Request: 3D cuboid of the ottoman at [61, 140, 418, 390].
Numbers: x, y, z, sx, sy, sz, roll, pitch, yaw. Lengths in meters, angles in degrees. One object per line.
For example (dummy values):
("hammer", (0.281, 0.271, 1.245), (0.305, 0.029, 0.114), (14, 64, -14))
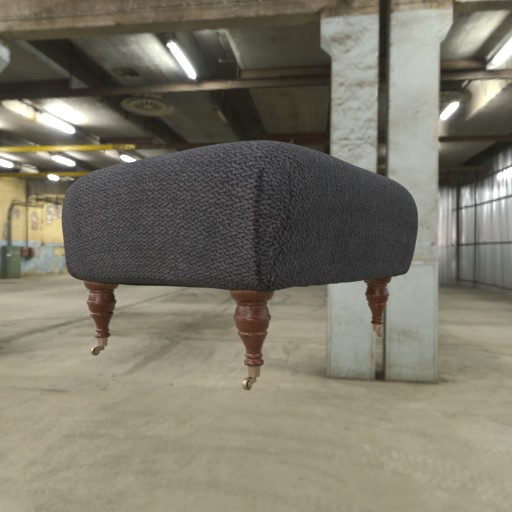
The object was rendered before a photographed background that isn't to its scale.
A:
("ottoman", (0.000, 0.000, 1.115), (0.622, 0.450, 0.747), (0, 0, 36))
